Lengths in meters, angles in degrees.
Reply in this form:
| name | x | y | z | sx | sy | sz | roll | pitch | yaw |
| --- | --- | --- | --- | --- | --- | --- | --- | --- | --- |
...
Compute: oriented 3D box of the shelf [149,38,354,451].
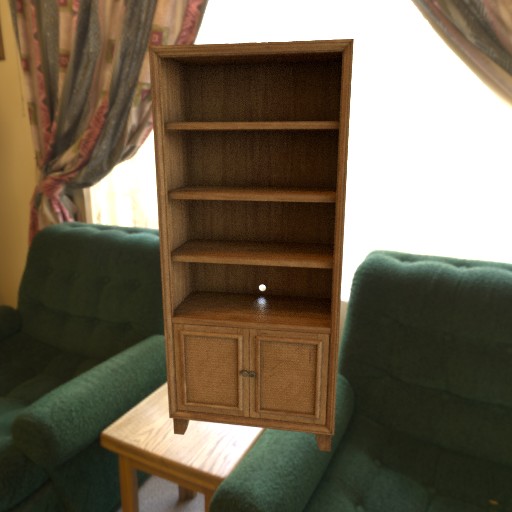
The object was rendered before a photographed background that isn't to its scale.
| name | x | y | z | sx | sy | sz | roll | pitch | yaw |
| --- | --- | --- | --- | --- | --- | --- | --- | --- | --- |
| shelf | 0.000 | 0.000 | 2.273 | 0.864 | 1.930 | 0.453 | 2 | 15 | 9 |
